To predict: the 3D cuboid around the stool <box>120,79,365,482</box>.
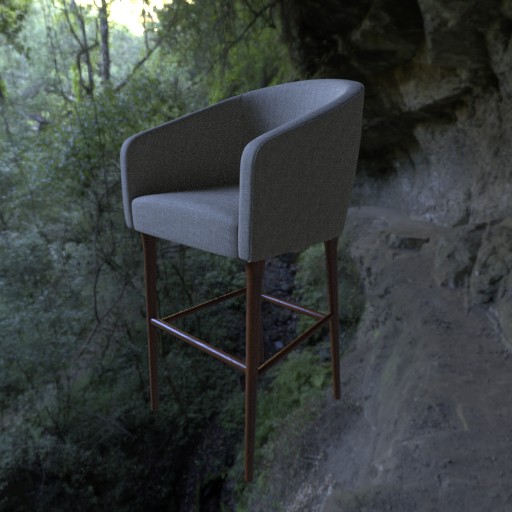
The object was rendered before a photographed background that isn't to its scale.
[{"bbox_3d":[0.000,0.000,1.402,0.559,1.078,0.607,15,22,42],"label":"stool"}]
